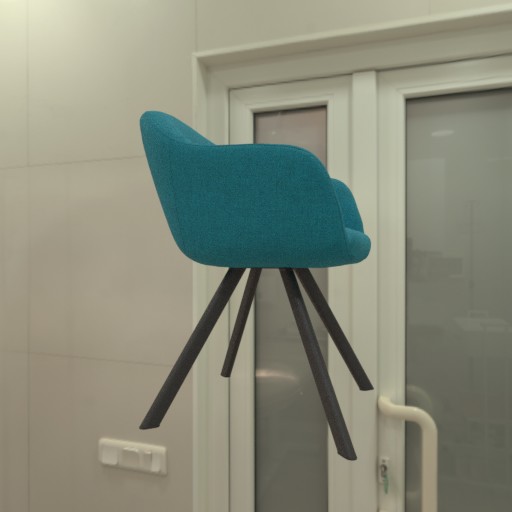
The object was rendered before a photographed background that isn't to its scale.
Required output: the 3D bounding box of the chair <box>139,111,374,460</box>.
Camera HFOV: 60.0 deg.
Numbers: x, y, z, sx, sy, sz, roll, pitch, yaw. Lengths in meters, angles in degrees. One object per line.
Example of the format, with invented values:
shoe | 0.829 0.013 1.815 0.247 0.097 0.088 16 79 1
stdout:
chair | 0.000 0.000 1.155 0.565 0.775 0.545 0 0 19
